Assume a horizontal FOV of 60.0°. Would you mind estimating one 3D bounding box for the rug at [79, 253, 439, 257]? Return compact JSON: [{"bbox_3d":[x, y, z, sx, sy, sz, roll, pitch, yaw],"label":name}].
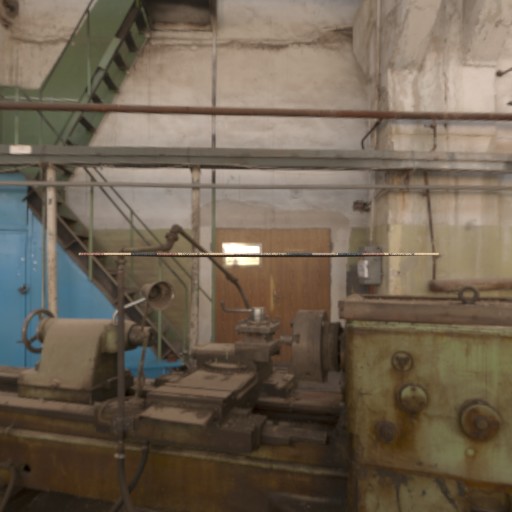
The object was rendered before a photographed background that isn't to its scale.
[{"bbox_3d":[0.000,0.000,3.060,1.513,0.008,2.423,0,0,-1],"label":"rug"}]
